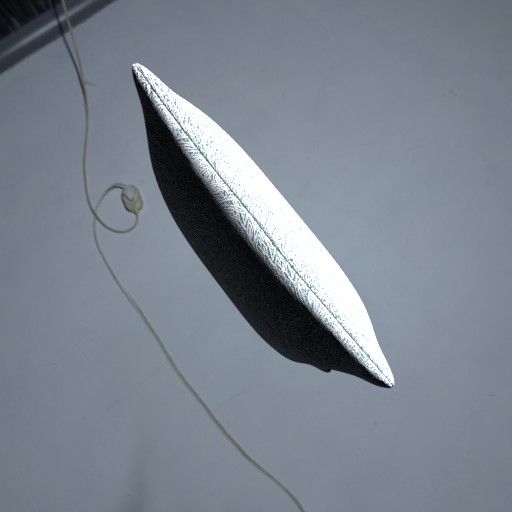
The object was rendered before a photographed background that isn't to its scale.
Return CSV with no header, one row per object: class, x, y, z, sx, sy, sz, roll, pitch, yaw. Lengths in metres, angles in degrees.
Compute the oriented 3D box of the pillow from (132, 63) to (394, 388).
pillow,0.000,0.000,0.789,0.166,0.507,0.526,-37,80,-8
